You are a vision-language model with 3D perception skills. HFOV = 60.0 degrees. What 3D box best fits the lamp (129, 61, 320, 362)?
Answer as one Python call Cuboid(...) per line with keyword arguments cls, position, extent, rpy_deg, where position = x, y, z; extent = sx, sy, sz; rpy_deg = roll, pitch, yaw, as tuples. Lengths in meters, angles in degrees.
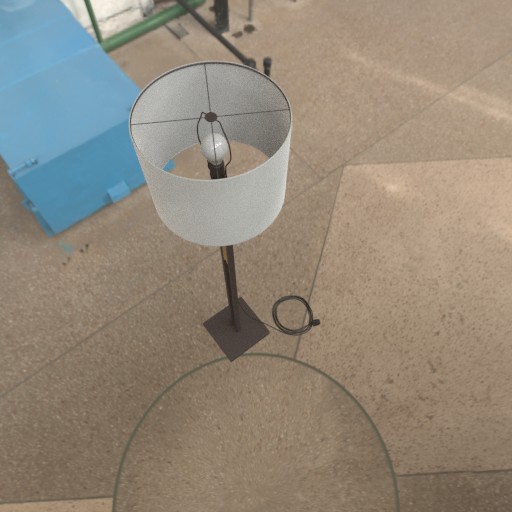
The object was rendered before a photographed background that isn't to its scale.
Cuboid(cls="lamp", position=(0.000, 0.000, 1.852), extent=(0.639, 1.650, 0.474), rpy_deg=(-34, 67, -17))
